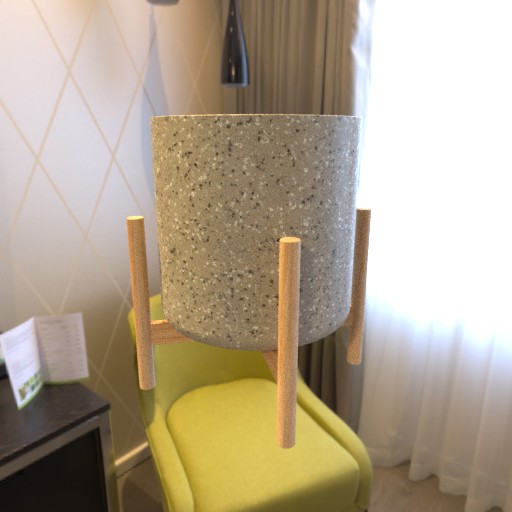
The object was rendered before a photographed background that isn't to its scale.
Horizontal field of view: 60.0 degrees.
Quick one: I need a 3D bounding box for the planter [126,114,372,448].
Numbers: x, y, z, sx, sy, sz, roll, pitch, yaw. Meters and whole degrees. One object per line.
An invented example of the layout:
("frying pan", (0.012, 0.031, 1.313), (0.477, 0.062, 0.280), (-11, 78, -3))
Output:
("planter", (0.000, 0.000, 0.706), (0.360, 0.419, 0.360), (3, 16, 9))
